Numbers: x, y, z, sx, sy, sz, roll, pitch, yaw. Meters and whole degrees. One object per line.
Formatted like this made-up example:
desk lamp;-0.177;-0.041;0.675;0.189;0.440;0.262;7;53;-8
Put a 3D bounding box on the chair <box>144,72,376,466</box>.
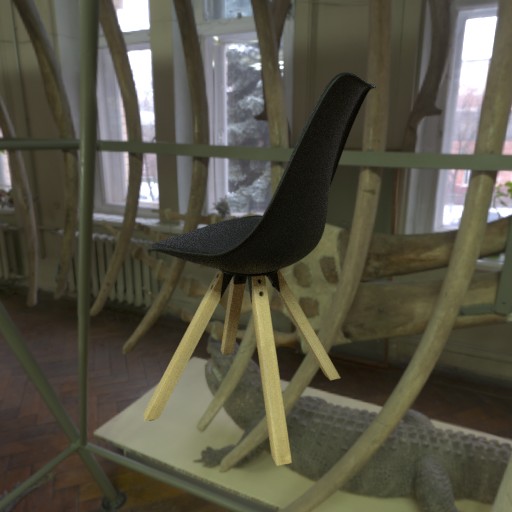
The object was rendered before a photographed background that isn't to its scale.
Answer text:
chair;0.000;0.000;1.171;0.549;0.850;0.485;7;16;25
